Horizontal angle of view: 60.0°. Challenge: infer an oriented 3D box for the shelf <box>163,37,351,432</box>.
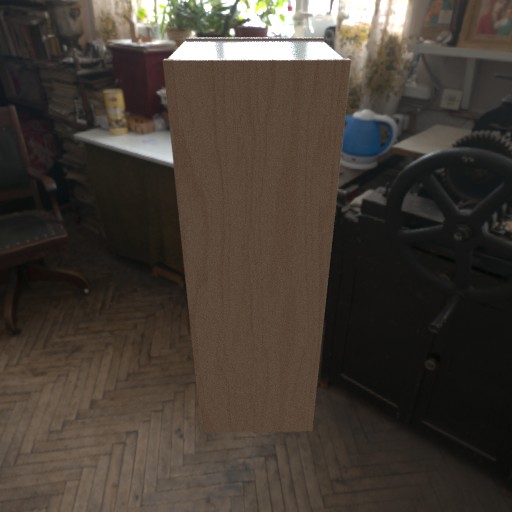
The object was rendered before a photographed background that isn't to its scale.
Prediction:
[{"bbox_3d":[0.000,0.000,1.048,0.290,0.900,0.300,0,32,-1],"label":"shelf"}]
